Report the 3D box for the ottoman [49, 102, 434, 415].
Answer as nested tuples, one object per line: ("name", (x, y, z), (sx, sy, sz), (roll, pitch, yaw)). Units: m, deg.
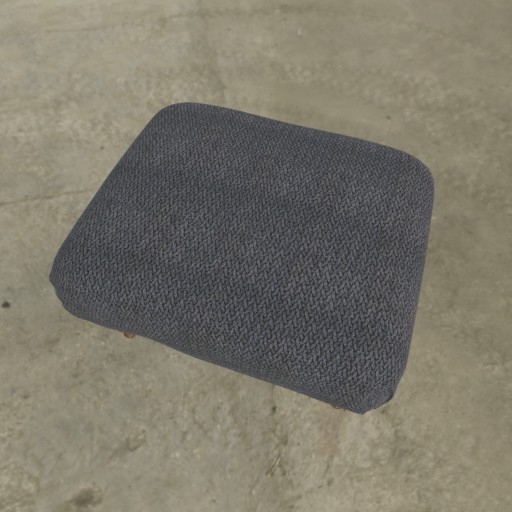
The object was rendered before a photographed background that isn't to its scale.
("ottoman", (0.000, 0.000, 1.100), (0.747, 0.450, 0.622), (16, 58, 10))
